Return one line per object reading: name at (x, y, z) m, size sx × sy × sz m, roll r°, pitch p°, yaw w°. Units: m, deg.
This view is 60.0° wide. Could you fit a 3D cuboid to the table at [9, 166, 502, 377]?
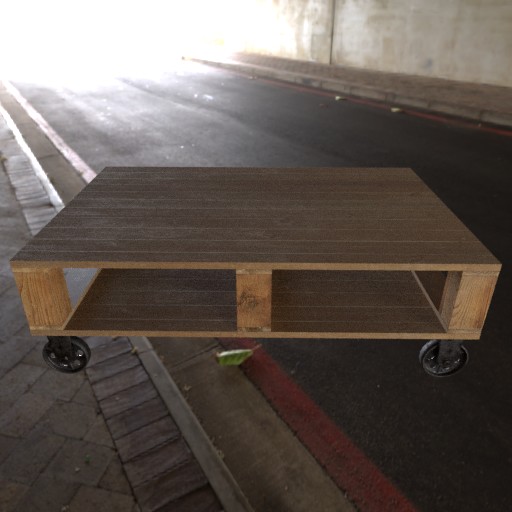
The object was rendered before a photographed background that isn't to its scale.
table at (0.000, 0.000, 1.629) m, size 1.299 × 0.413 × 0.827 m, roll 0°, pitch 29°, yaw 1°
